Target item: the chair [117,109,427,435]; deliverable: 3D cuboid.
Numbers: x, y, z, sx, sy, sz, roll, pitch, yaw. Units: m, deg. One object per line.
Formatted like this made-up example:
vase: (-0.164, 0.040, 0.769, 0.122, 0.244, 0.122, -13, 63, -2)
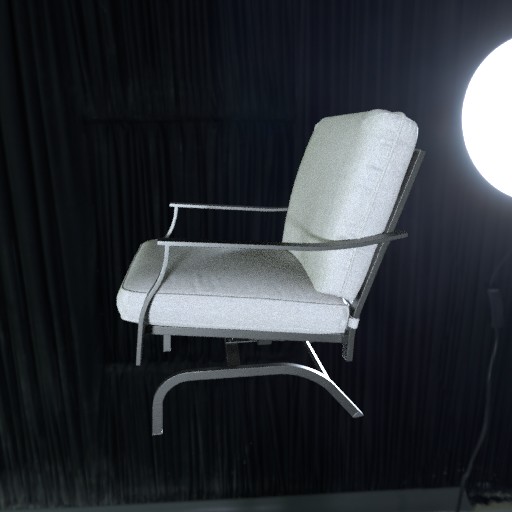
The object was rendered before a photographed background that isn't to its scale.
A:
chair: (0.000, 0.000, 1.400, 0.787, 0.860, 0.650, -2, 15, -8)
